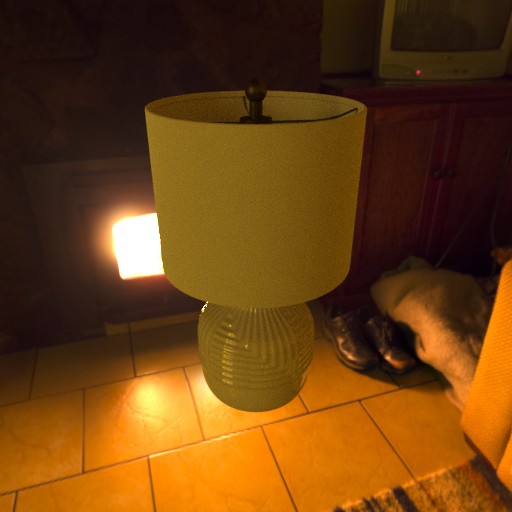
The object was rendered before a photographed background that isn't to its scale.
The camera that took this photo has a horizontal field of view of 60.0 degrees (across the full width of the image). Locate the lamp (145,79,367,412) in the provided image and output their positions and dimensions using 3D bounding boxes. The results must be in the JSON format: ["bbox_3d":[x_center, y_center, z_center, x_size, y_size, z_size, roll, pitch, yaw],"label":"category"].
[{"bbox_3d":[0.000,0.000,0.762,0.318,0.567,0.318,0,27,0],"label":"lamp"}]
